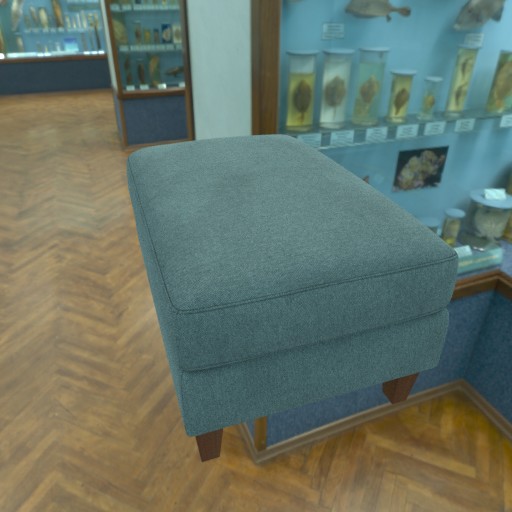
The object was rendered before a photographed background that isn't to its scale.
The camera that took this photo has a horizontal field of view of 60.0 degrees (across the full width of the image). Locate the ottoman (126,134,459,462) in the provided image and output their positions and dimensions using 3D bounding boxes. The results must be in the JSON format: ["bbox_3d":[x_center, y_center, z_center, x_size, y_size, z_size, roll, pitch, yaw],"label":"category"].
[{"bbox_3d":[0.000,0.000,1.196,0.584,0.483,0.864,-10,32,-16],"label":"ottoman"}]
